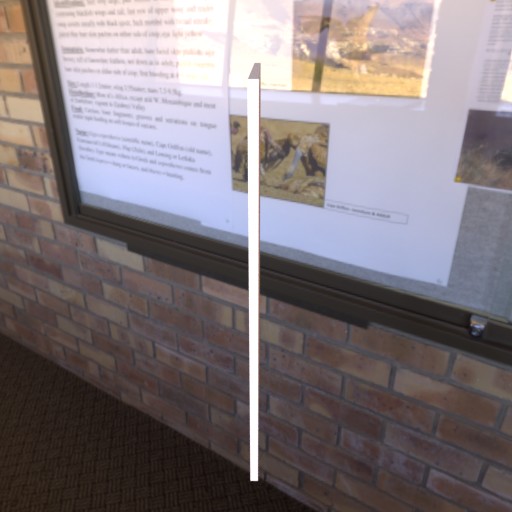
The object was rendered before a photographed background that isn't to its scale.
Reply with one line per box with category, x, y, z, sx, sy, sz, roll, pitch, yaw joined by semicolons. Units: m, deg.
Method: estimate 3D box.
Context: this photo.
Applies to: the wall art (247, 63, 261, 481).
wall art;0.000;0.000;0.841;0.013;0.656;0.456;0;26;1
